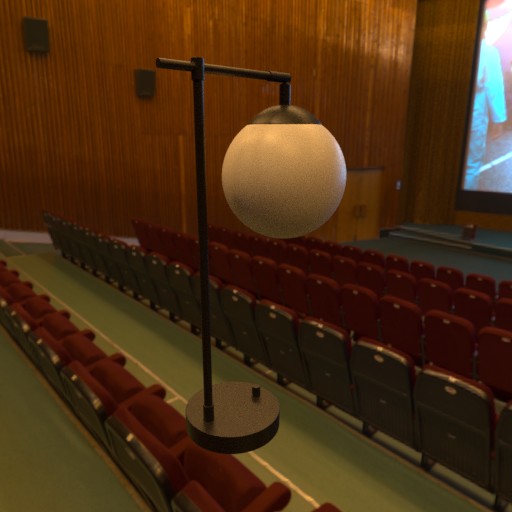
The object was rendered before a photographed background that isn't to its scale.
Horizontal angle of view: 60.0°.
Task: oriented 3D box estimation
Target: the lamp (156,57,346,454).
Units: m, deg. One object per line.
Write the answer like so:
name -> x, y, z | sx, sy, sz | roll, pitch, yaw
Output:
lamp -> 0.000, 0.000, 0.703 | 0.316, 0.559, 0.197 | -13, 20, -40
